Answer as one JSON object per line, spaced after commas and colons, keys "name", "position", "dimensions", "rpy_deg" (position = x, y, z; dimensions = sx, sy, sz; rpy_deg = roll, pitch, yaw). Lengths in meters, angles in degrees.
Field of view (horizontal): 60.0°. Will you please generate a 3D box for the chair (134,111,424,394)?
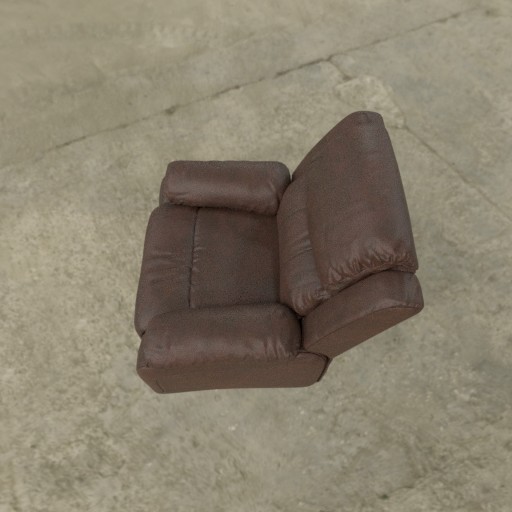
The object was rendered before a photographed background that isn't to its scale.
{"name": "chair", "position": [0.000, 0.000, 1.290], "dimensions": [0.707, 0.702, 0.680], "rpy_deg": [0, 59, 0]}
